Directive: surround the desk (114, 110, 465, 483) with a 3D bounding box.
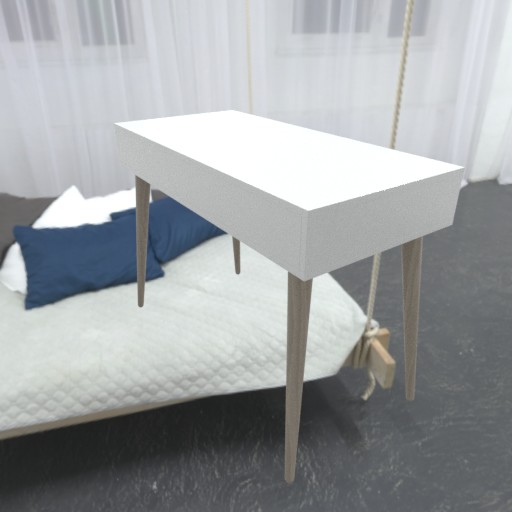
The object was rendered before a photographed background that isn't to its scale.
[{"bbox_3d":[0.000,0.000,1.406,0.491,0.723,0.979,-18,32,-31],"label":"desk"}]
